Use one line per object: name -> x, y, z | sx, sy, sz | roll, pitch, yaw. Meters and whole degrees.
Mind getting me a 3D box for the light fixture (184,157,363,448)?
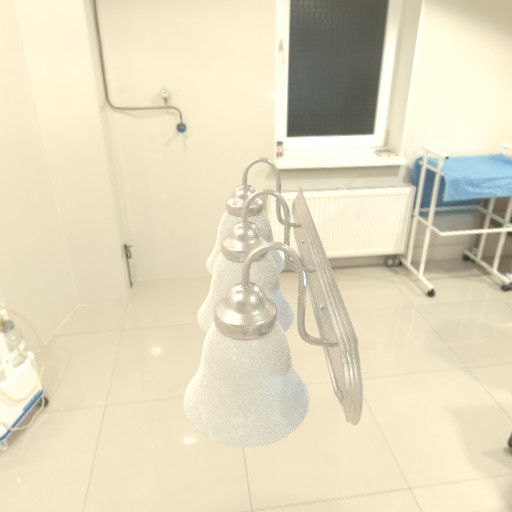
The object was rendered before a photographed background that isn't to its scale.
light fixture -> 0.000, 0.000, 0.708 | 0.199, 0.222, 0.610 | -1, 26, -1
